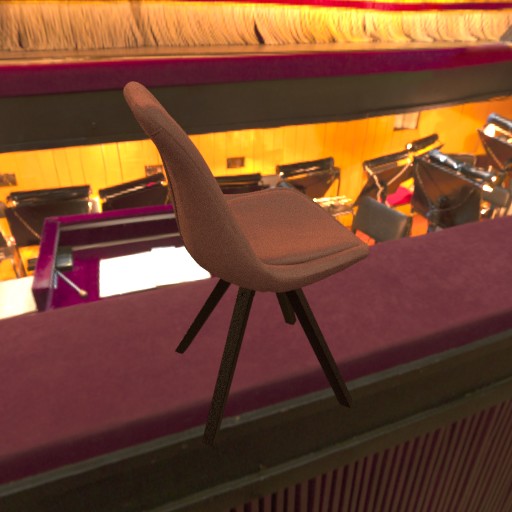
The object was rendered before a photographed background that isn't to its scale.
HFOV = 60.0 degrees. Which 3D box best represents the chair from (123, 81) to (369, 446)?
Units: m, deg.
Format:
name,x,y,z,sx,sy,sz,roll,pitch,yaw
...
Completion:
name,x,y,z,sx,sy,sz,roll,pitch,yaw
chair,0.000,0.000,1.181,0.547,0.865,0.483,-10,32,-17
